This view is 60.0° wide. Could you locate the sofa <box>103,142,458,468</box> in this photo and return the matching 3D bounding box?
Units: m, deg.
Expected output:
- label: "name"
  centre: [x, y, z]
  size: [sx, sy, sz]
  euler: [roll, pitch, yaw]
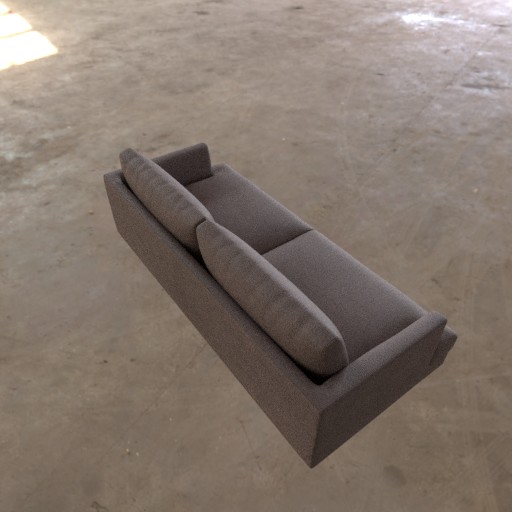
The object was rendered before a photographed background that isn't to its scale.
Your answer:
- label: "sofa"
  centre: [0.000, 0.000, 2.769]
  size: [1.020, 0.868, 2.250]
  euler: [-26, 47, -26]
